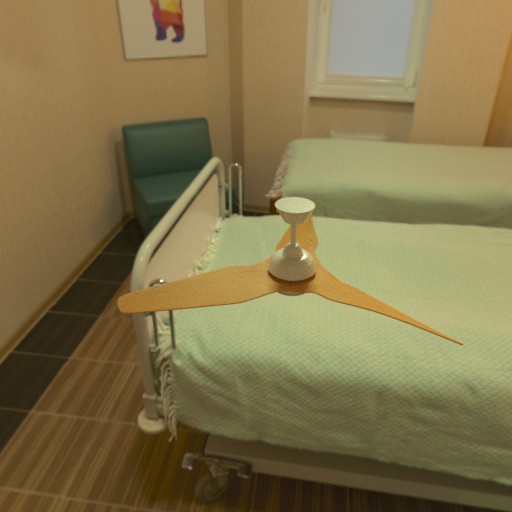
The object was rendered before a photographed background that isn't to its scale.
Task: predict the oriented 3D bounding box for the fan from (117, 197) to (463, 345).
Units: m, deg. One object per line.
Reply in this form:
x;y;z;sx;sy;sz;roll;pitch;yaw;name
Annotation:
0.000;0.000;1.623;1.010;0.355;1.142;-11;32;-18;fan
